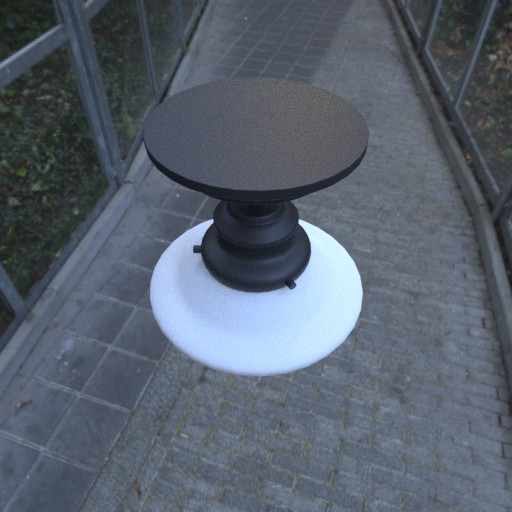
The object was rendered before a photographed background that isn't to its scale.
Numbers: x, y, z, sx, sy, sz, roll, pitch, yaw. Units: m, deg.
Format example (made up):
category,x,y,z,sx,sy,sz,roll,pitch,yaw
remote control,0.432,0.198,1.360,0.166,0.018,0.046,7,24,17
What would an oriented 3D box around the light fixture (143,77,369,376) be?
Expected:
category,x,y,z,sx,sy,sz,roll,pitch,yaw
light fixture,0.000,0.000,0.391,0.197,0.254,0.197,0,45,0
